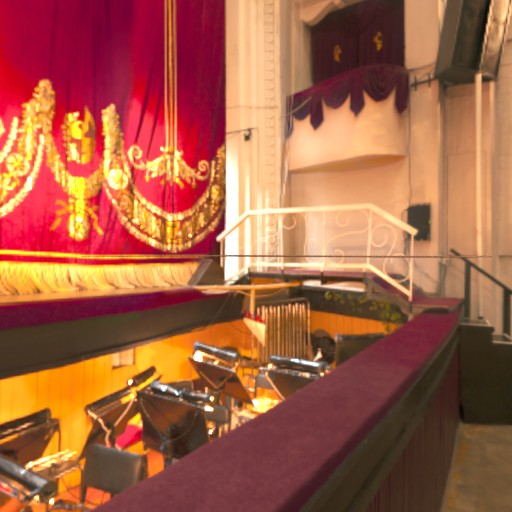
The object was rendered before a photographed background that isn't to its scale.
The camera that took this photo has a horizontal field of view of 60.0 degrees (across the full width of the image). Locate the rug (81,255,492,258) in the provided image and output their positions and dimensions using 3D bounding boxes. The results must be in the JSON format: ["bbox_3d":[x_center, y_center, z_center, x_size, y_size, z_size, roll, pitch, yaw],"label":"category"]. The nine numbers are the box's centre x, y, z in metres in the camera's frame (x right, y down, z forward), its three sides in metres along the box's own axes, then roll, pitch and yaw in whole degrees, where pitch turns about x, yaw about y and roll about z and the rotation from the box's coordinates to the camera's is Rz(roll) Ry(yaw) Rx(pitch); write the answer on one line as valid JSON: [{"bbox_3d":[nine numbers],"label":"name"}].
[{"bbox_3d":[0.000,0.000,2.604,2.390,0.014,0.741,0,0,35],"label":"rug"}]
